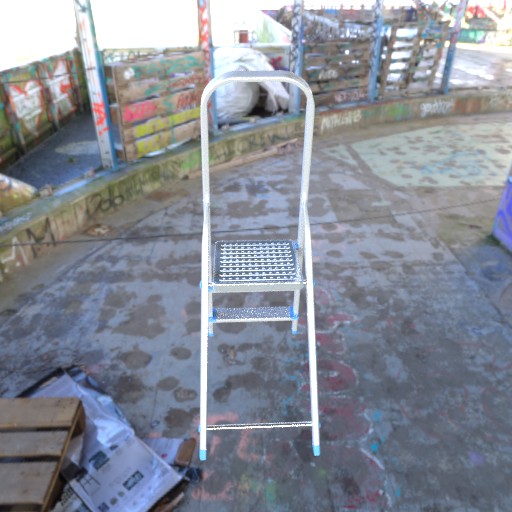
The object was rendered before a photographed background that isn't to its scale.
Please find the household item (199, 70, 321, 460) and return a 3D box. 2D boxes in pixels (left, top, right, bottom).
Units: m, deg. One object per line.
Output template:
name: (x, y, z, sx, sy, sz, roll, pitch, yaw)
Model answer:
household item: (0.000, 0.000, 1.522, 0.420, 1.215, 0.687, -1, 30, -2)
